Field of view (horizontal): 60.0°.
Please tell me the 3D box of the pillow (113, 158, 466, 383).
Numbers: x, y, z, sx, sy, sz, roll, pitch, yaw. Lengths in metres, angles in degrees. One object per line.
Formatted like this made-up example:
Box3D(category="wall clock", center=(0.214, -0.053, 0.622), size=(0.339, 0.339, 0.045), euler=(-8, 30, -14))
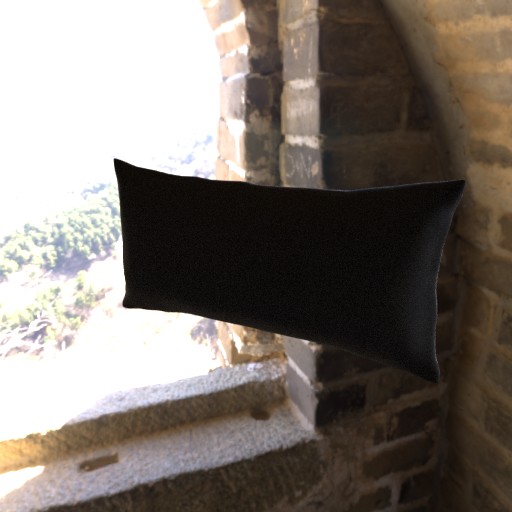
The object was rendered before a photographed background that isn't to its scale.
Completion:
Box3D(category="pillow", center=(0.000, 0.000, 0.743), size=(0.609, 0.305, 0.151), euler=(8, 18, 26))
